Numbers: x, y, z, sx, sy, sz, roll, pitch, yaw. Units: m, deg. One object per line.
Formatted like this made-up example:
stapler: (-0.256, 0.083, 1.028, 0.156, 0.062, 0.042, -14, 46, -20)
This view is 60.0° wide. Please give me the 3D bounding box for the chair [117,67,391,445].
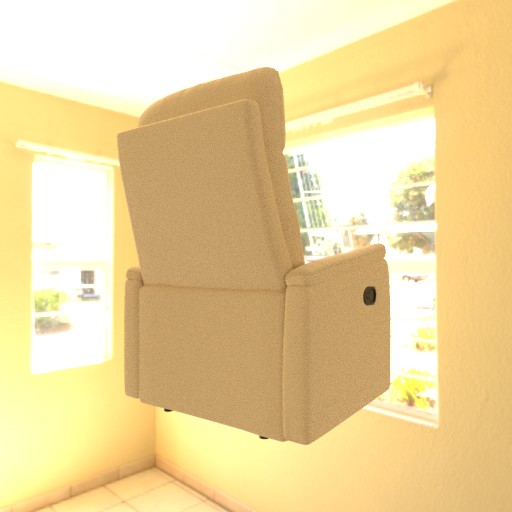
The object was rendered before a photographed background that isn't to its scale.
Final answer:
chair: (0.000, 0.000, 1.628, 0.775, 1.082, 0.831, 0, -1, 36)
